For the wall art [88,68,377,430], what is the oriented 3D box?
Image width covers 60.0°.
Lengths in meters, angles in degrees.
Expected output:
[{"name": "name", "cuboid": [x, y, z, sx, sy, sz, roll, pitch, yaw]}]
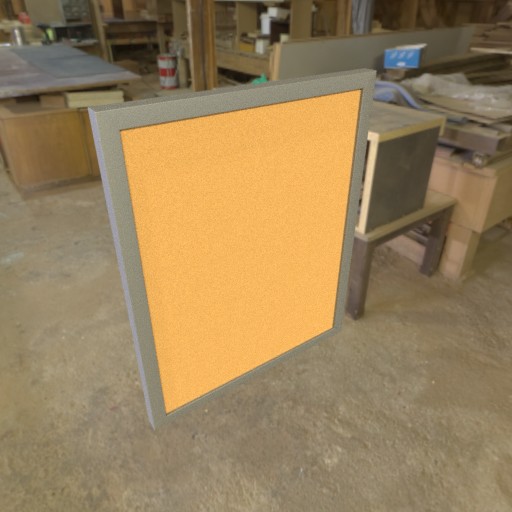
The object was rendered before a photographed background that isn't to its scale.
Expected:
[{"name": "wall art", "cuboid": [0.000, 0.000, 0.763, 0.458, 0.558, 0.029, -20, 37, -29]}]
